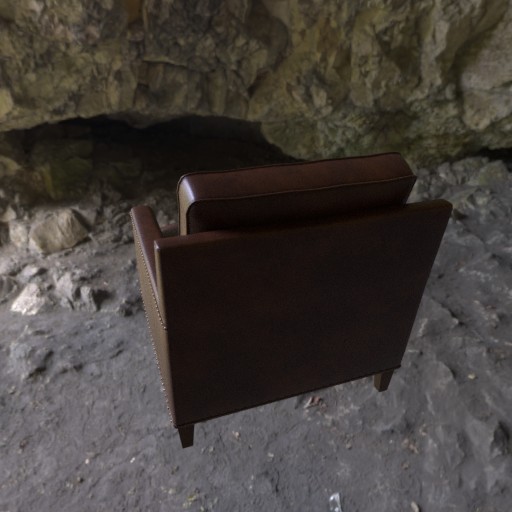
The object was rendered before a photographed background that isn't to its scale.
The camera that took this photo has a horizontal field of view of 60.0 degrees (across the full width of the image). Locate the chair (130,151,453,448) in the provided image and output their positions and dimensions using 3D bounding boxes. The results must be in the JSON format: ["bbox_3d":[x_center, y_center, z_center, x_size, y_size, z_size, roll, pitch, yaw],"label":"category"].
[{"bbox_3d":[0.000,0.000,1.710,0.853,0.929,1.014,-9,29,-17],"label":"chair"}]
